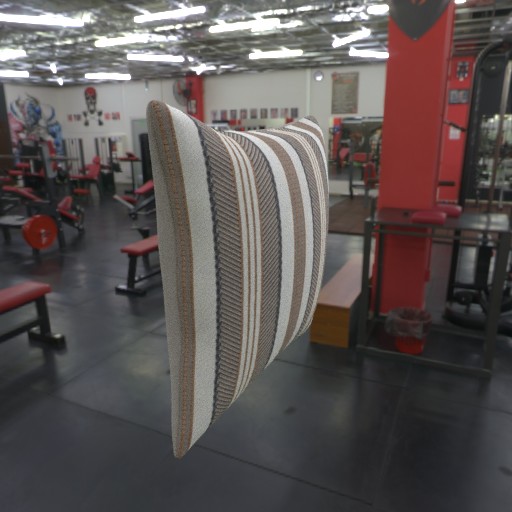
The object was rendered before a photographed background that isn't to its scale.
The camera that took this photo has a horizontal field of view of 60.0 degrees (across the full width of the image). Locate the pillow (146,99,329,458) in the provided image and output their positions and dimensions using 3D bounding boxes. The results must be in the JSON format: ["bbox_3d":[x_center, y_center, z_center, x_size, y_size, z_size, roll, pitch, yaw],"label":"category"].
[{"bbox_3d":[0.000,0.000,0.638,0.173,0.401,0.416,8,17,27],"label":"pillow"}]
